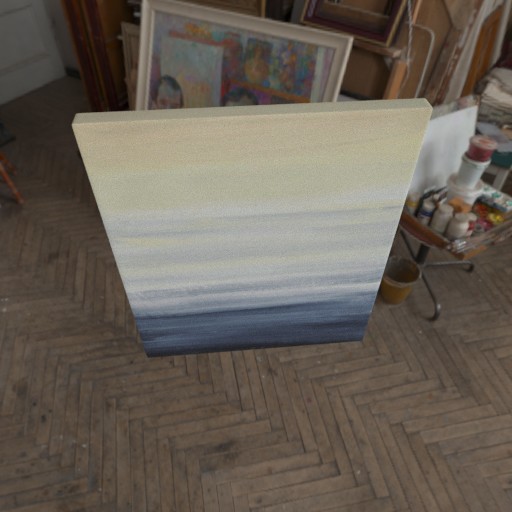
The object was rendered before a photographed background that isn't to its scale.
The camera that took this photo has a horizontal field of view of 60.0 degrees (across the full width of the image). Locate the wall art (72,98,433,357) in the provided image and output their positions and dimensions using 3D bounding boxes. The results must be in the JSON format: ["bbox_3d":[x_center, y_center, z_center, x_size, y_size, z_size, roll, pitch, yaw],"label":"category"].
[{"bbox_3d":[0.000,0.000,1.006,0.608,0.710,0.041,-4,46,-4],"label":"wall art"}]
